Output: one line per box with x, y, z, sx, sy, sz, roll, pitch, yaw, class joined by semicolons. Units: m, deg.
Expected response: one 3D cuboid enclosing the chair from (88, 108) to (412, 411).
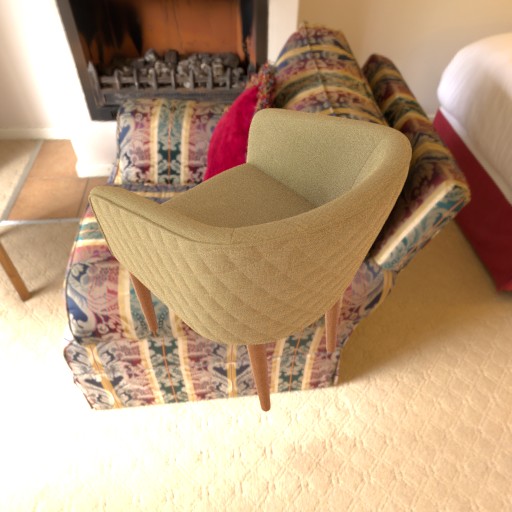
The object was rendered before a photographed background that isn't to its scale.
0.000;0.000;1.196;0.584;0.775;0.616;-34;55;-27;chair
